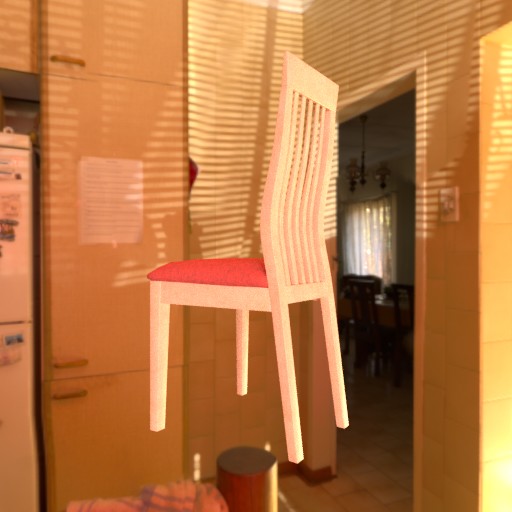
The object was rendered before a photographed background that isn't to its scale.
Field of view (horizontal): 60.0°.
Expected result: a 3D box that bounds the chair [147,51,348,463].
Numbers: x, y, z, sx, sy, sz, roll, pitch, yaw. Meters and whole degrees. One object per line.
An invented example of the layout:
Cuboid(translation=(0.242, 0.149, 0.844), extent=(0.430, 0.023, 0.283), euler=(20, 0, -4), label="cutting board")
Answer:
Cuboid(translation=(0.000, 0.000, 1.346), extent=(0.474, 1.027, 0.460), euler=(0, 1, 36), label="chair")
